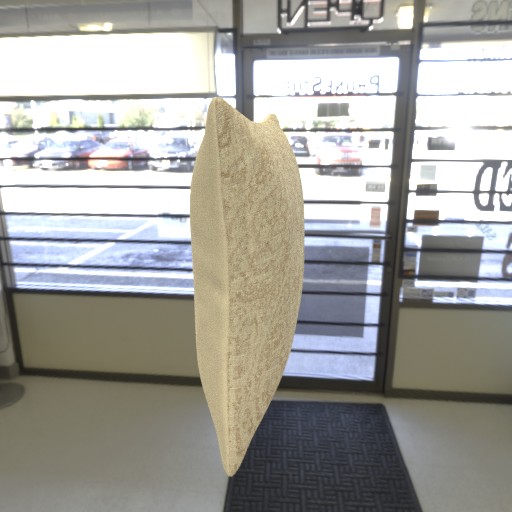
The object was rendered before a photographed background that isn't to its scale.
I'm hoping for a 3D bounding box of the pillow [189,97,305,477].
[{"bbox_3d":[0.000,0.000,0.800,0.166,0.510,0.523,3,16,9],"label":"pillow"}]
